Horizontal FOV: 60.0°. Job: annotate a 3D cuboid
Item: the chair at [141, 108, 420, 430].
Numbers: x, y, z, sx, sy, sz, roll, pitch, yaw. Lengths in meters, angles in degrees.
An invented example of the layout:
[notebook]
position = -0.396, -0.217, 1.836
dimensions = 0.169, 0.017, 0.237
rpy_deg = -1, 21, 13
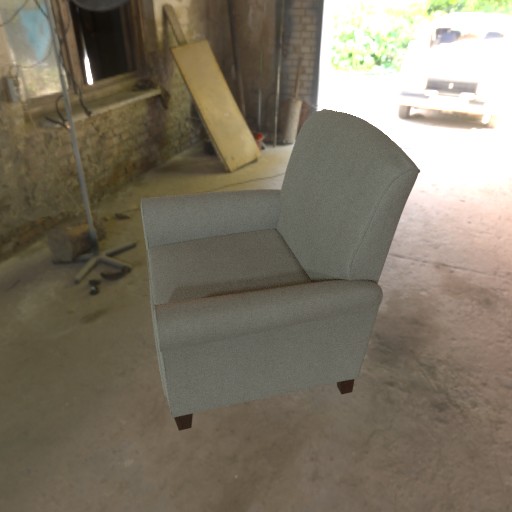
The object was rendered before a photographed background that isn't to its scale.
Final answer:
[chair]
position = 0.000, 0.000, 1.840
dimensions = 0.905, 1.061, 0.978
rpy_deg = -8, 33, -13
